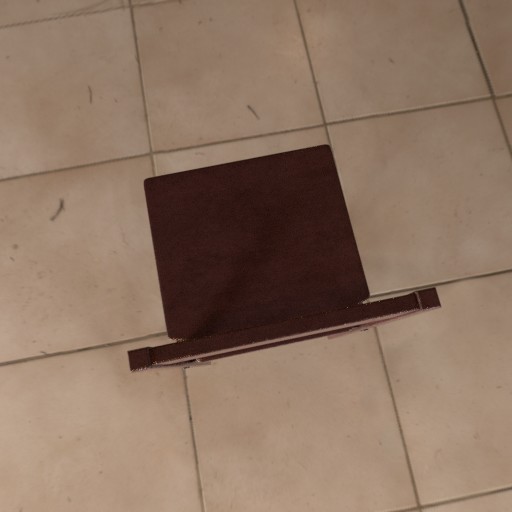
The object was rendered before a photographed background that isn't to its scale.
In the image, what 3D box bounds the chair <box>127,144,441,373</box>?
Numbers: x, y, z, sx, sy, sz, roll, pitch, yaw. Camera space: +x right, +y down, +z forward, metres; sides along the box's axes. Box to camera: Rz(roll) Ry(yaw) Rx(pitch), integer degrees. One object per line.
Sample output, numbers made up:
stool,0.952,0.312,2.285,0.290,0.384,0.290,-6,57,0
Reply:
chair,0.000,0.000,0.855,0.367,0.668,0.361,-11,77,-3
